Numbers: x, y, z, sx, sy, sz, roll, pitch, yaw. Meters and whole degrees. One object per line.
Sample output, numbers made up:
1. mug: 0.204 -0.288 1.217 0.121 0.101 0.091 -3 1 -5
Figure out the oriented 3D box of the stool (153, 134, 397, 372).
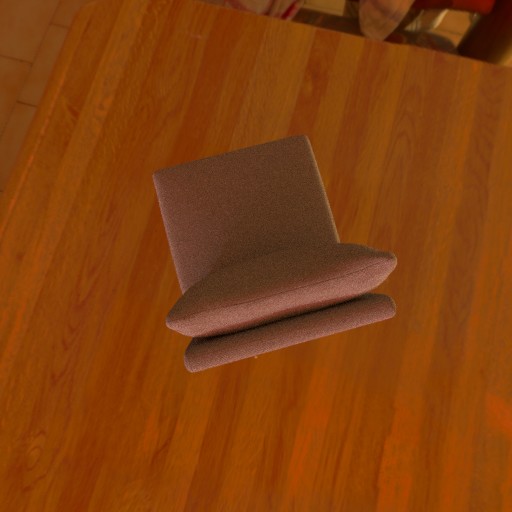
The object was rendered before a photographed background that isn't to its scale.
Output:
1. stool: 0.000 0.000 1.343 0.463 1.031 0.569 -15 78 -3
